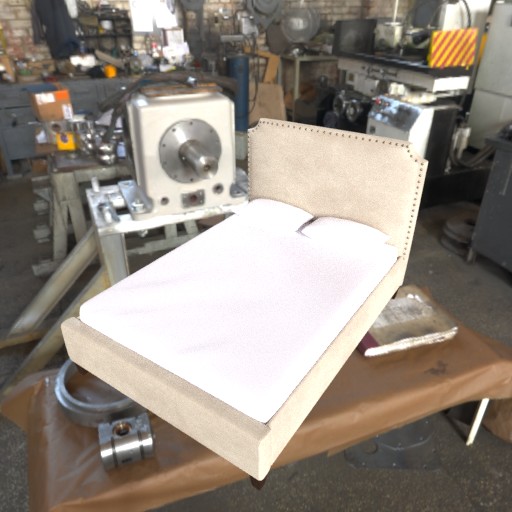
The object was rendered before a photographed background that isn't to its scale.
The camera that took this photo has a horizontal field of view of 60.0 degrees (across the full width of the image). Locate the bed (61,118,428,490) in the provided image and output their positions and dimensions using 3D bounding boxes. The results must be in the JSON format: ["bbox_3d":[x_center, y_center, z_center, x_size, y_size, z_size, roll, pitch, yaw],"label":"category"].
[{"bbox_3d":[0.000,0.000,3.367,1.712,1.443,2.372,19,35,29],"label":"bed"}]
